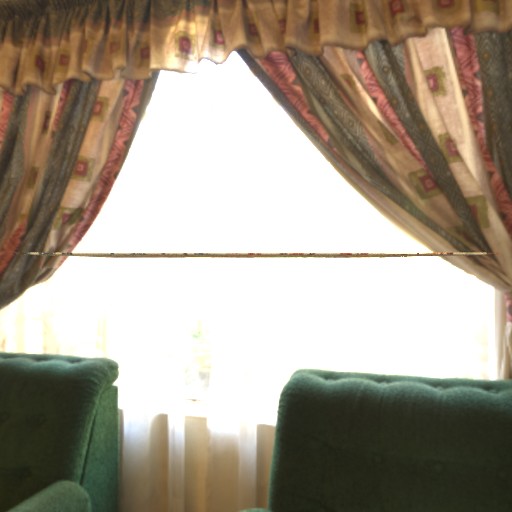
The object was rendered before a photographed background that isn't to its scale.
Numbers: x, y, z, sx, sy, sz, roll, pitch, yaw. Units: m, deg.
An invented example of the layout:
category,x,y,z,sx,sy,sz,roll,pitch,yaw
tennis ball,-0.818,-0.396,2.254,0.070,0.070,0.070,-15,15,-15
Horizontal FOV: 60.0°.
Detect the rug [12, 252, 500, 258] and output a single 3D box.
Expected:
category,x,y,z,sx,sy,sz,roll,pitch,yaw
rug,0.000,0.000,3.101,2.584,0.010,1.523,0,-1,0
